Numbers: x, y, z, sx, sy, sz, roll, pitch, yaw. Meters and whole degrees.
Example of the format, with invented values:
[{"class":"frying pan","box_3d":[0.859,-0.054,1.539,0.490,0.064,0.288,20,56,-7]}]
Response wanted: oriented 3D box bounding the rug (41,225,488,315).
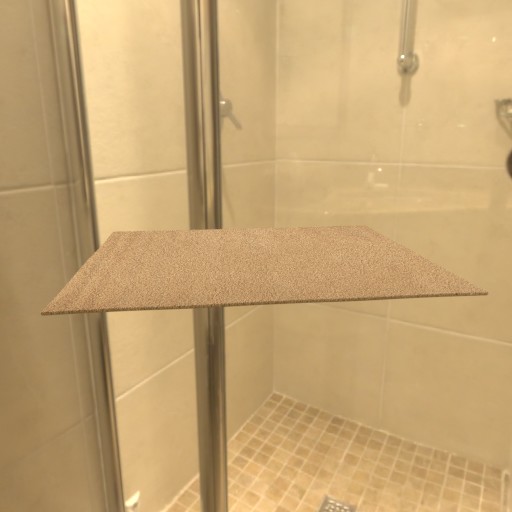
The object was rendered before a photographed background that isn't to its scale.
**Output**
[{"class":"rug","box_3d":[0.000,0.000,4.090,3.000,0.026,2.400,-2,15,-7]}]
